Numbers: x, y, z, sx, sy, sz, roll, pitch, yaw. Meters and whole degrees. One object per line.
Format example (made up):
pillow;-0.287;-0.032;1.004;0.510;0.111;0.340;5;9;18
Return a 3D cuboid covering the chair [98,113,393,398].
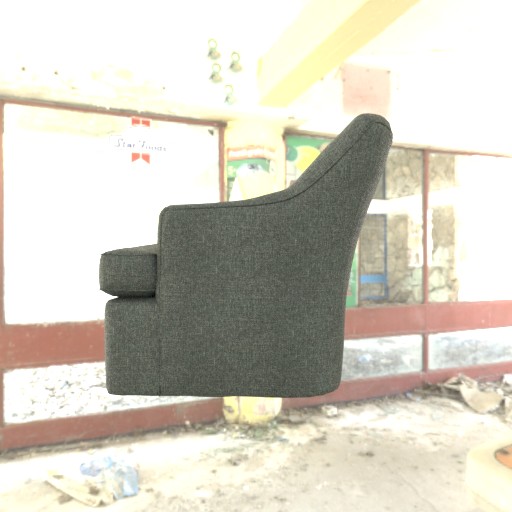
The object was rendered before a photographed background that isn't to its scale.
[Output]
chair;0.000;0.000;1.635;0.923;0.856;0.864;0;0;0
